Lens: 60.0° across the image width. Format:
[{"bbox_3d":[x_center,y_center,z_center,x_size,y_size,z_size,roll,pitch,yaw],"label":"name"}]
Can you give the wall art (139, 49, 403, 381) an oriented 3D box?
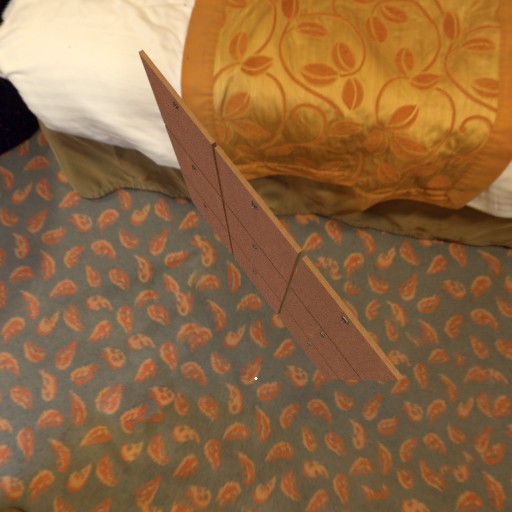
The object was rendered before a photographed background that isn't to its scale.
[{"bbox_3d":[0.000,0.000,1.373,0.018,0.913,0.915,-35,77,-9],"label":"wall art"}]
